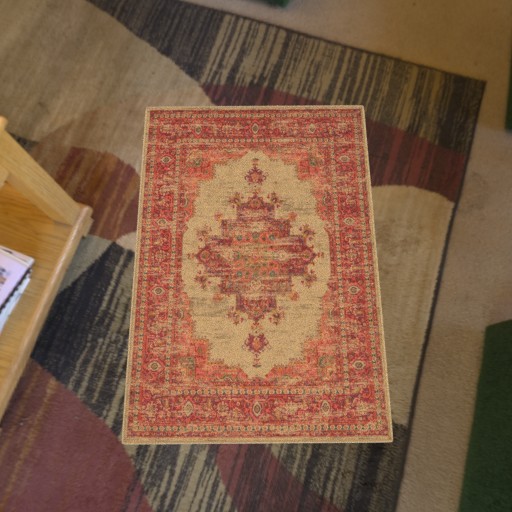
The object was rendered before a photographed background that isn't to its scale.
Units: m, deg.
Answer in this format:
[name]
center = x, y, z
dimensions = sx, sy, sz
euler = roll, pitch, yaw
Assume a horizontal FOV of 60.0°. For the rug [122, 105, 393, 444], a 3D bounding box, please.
[rug]
center = 0.000, 0.000, 2.848
dimensions = 1.555, 0.011, 2.232
euler = 0, 74, 0
